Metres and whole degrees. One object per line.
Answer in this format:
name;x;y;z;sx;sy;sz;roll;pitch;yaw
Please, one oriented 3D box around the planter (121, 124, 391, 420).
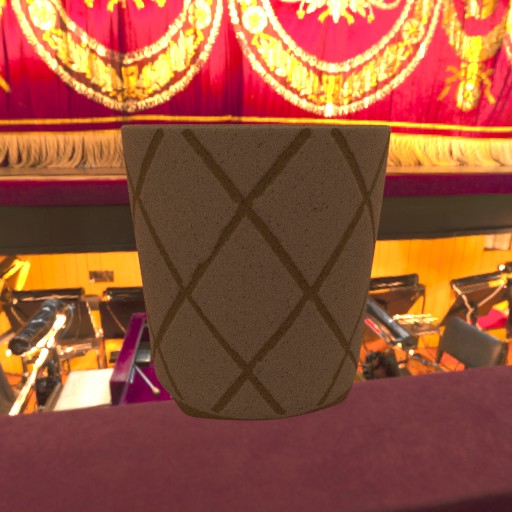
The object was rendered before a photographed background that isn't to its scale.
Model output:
planter;0.000;0.000;0.352;0.191;0.199;0.191;0;16;0
